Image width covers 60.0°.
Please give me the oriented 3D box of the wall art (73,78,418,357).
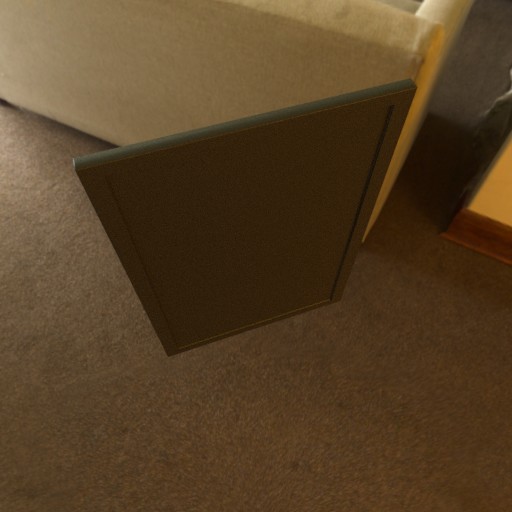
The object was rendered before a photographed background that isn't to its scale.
[{"bbox_3d":[0.000,0.000,0.557,0.303,0.431,0.013,-17,59,-10],"label":"wall art"}]
